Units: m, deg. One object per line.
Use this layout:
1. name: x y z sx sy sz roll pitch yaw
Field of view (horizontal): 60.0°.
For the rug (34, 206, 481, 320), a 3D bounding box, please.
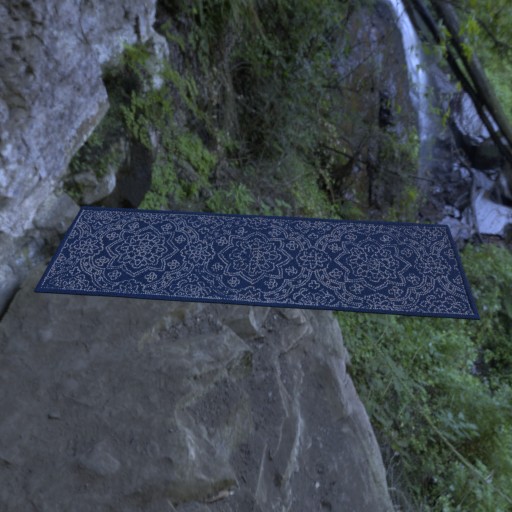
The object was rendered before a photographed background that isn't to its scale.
1. rug: 0.000 0.000 2.679 2.448 0.012 0.769 3 45 3
